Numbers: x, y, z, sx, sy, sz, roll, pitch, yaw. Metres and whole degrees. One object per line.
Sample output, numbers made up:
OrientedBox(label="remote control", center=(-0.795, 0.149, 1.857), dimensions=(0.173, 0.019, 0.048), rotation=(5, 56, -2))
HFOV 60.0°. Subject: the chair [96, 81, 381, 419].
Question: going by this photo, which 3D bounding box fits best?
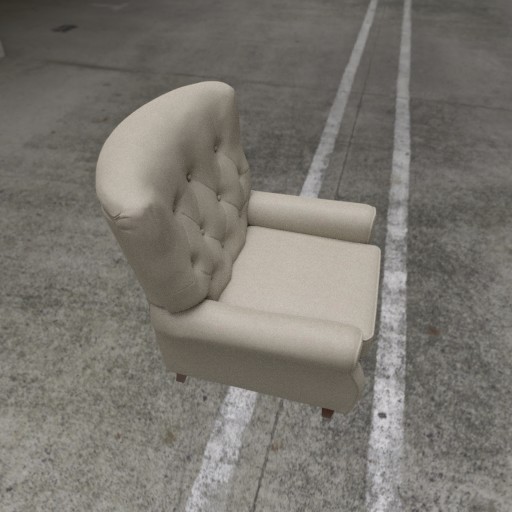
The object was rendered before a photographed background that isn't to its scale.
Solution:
OrientedBox(label="chair", center=(0.000, 0.000, 1.879), dimensions=(1.059, 1.158, 0.943), rotation=(11, 45, 11))
